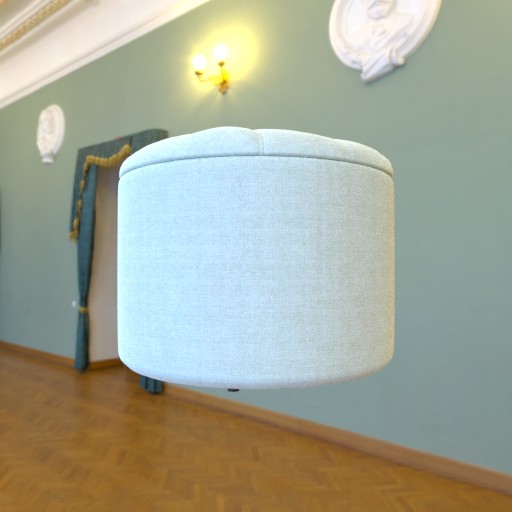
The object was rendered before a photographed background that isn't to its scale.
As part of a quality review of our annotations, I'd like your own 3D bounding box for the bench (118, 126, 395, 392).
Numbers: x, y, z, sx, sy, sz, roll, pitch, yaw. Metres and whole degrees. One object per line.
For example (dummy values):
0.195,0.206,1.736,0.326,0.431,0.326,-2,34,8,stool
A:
0.000,0.000,1.007,0.600,0.453,0.600,0,-1,0,bench
